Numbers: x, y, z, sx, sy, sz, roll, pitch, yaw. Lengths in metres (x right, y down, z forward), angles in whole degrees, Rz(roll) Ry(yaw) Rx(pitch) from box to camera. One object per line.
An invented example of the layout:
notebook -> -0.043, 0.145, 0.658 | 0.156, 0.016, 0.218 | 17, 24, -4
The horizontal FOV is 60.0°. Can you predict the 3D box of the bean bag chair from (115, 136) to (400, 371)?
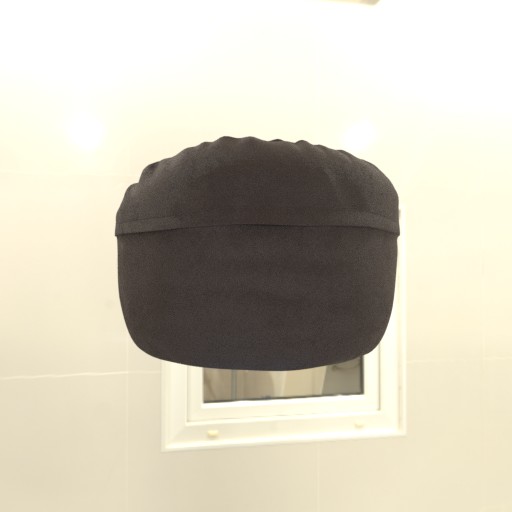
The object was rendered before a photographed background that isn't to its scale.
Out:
bean bag chair -> 0.000, 0.000, 2.032 | 1.245, 0.821, 1.245 | 0, -1, 0
